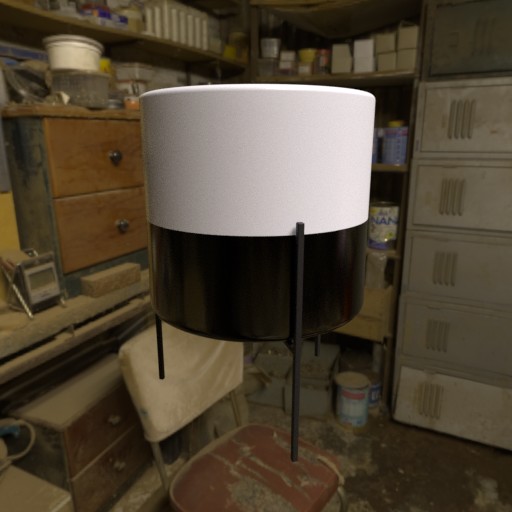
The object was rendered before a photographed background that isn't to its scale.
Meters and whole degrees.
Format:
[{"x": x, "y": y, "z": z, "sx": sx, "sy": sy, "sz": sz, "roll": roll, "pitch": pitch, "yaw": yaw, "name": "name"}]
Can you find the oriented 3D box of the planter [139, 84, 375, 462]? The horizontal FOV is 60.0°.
[{"x": 0.000, "y": 0.000, "z": 0.638, "sx": 0.310, "sy": 0.432, "sz": 0.310, "roll": 8, "pitch": 17, "yaw": 28, "name": "planter"}]
